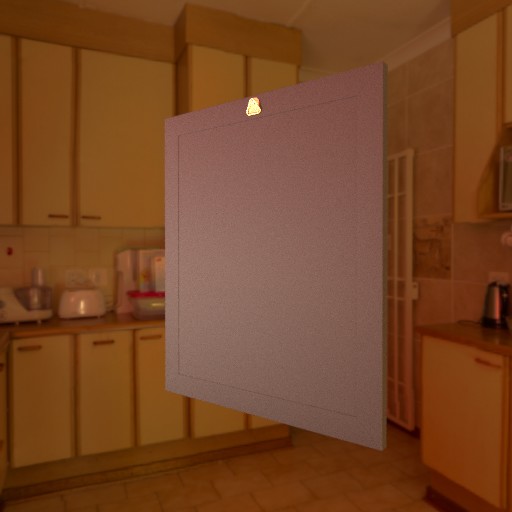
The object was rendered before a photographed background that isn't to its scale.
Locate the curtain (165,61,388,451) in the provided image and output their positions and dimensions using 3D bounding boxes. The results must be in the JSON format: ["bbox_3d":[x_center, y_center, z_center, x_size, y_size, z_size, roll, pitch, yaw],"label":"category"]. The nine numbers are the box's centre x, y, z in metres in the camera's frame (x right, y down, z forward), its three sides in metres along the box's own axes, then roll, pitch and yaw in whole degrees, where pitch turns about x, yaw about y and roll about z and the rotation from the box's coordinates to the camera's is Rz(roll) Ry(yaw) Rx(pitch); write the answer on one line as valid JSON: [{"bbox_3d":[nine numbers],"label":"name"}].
[{"bbox_3d":[0.000,0.000,0.814,0.483,0.585,0.027,1,1,37],"label":"curtain"}]
